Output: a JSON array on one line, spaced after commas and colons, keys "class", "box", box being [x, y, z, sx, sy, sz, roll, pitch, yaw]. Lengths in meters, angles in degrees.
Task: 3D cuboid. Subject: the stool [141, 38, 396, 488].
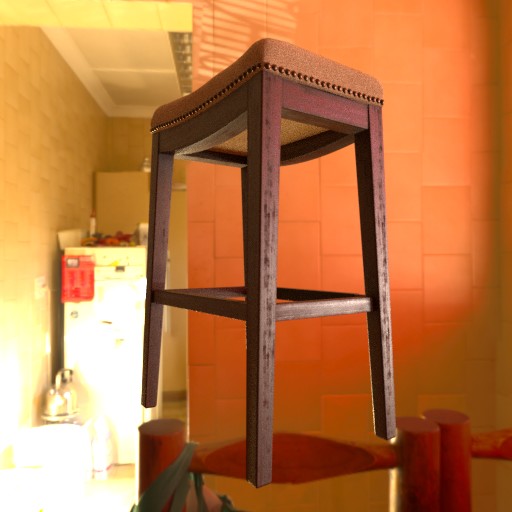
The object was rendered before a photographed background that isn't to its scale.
[{"class": "stool", "box": [0.000, 0.000, 1.036, 0.363, 0.768, 0.509, 0, -1, -36]}]
